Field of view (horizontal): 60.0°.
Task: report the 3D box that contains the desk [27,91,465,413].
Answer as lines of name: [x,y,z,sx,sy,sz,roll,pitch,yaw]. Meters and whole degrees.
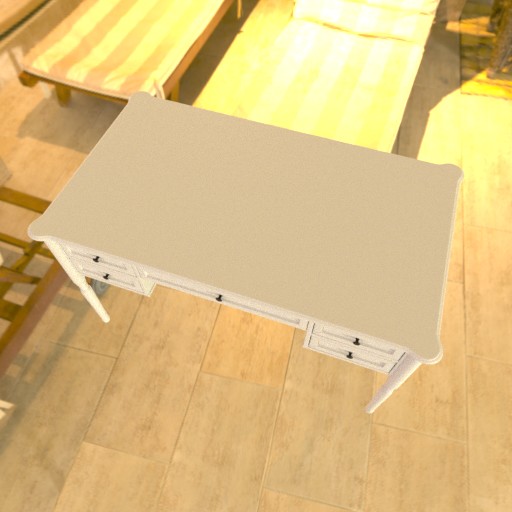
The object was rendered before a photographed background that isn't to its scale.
desk: [0.000,0.000,1.878,1.380,0.762,0.807,16,59,10]
